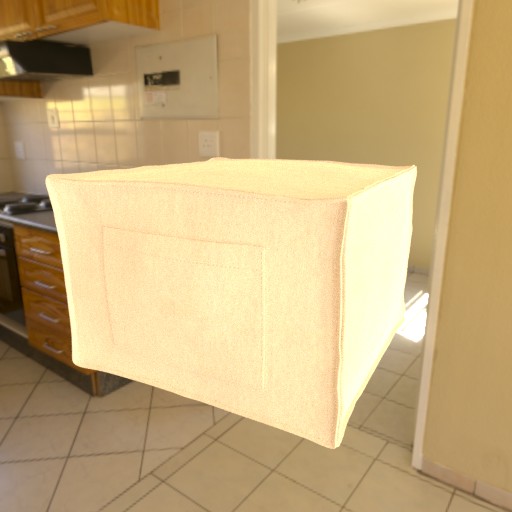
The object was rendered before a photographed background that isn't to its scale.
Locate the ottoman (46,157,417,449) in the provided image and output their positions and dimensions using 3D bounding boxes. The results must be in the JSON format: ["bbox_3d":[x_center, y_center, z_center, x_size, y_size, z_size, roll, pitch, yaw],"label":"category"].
[{"bbox_3d":[0.000,0.000,1.146,0.707,0.470,0.696,8,17,26],"label":"ottoman"}]
